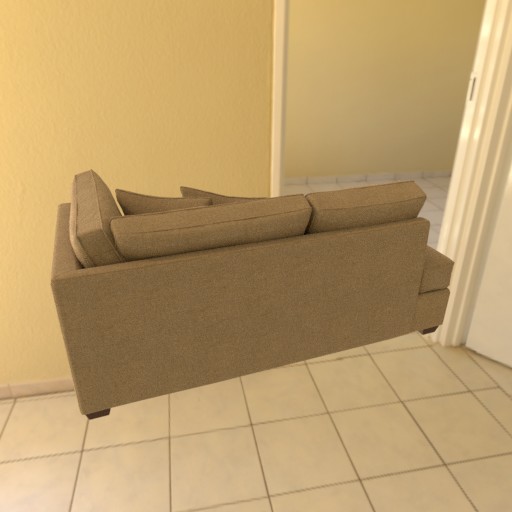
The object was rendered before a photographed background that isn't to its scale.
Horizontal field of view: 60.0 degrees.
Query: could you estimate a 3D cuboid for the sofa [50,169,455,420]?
[{"bbox_3d":[0.000,0.000,2.783,2.238,1.019,1.110,-9,27,-18],"label":"sofa"}]
